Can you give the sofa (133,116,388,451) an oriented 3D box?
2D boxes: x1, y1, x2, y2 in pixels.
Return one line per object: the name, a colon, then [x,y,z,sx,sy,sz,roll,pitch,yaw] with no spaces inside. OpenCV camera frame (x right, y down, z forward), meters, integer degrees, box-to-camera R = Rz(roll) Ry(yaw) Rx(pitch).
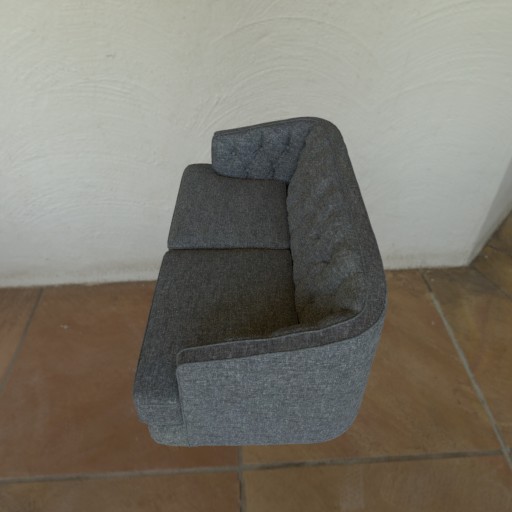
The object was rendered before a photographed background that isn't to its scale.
sofa: [0.000,0.000,2.263,0.941,0.855,1.733,0,41,0]
